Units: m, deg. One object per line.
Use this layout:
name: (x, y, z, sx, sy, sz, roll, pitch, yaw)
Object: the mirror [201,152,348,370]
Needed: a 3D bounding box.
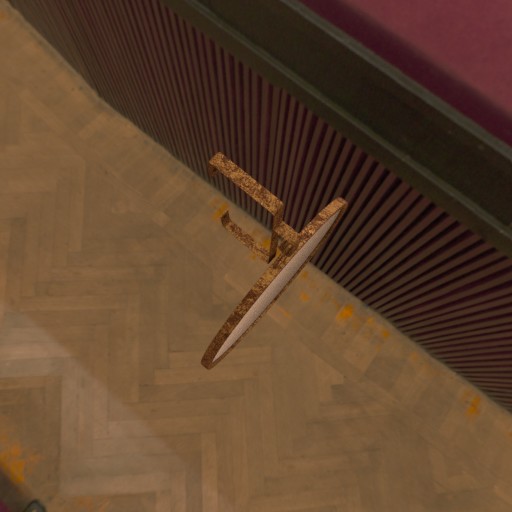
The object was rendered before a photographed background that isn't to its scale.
mirror: (0.000, 0.000, 0.847, 0.144, 0.651, 0.447, 40, 79, 9)
